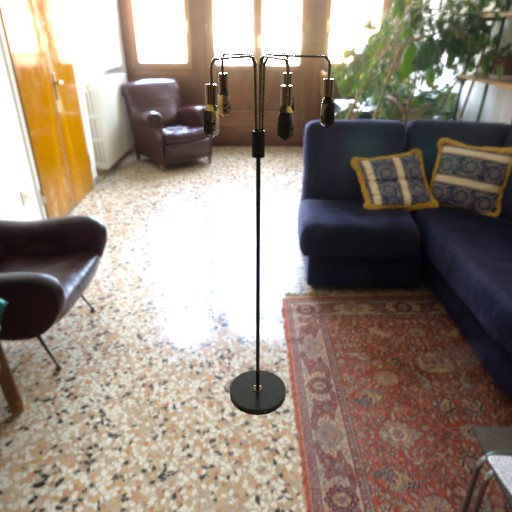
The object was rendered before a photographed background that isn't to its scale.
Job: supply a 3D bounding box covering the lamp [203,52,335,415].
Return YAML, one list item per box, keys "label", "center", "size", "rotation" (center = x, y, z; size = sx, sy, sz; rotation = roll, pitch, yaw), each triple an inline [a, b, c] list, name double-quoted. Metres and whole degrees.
- label: "lamp"
  center: [0.000, 0.000, 2.075]
  size: [0.572, 1.721, 0.599]
  rotation: [-18, 32, -31]
